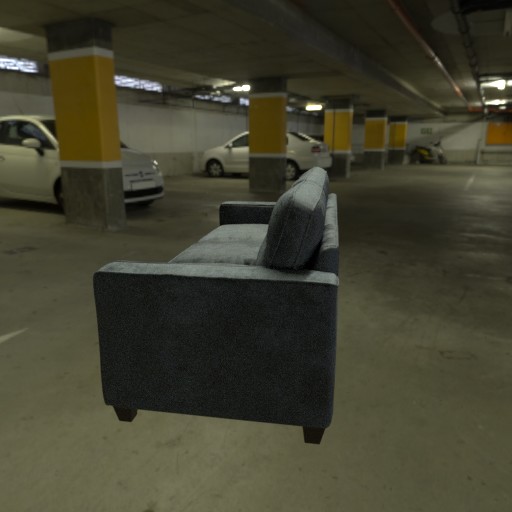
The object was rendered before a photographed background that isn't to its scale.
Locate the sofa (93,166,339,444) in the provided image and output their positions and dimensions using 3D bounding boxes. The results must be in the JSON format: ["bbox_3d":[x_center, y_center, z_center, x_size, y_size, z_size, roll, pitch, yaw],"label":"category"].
[{"bbox_3d":[0.000,0.000,2.635,0.939,0.965,2.133,2,14,9],"label":"sofa"}]
